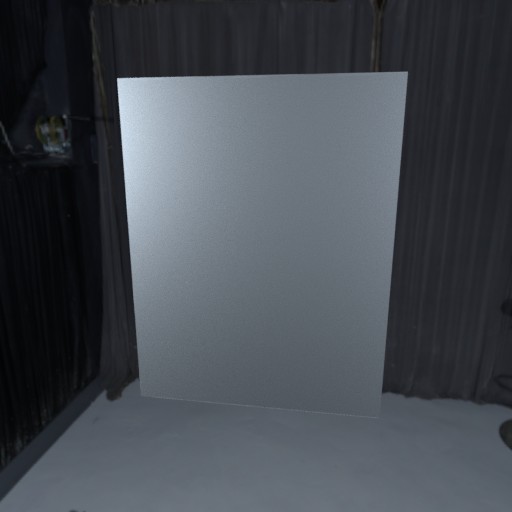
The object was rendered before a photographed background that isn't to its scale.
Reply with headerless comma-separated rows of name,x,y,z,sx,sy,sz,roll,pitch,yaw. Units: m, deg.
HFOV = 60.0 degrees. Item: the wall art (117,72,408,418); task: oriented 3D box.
wall art,0.000,0.000,1.379,0.816,1.046,0.030,2,15,9
